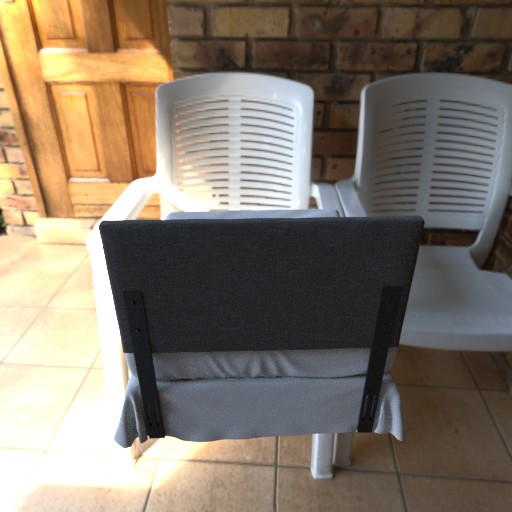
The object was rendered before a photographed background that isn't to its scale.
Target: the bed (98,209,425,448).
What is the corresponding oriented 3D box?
[{"bbox_3d":[0.000,0.000,3.452,1.936,1.577,2.222,-1,30,-2],"label":"bed"}]
